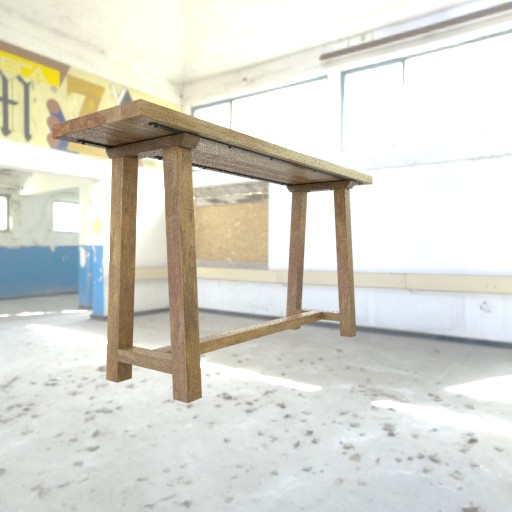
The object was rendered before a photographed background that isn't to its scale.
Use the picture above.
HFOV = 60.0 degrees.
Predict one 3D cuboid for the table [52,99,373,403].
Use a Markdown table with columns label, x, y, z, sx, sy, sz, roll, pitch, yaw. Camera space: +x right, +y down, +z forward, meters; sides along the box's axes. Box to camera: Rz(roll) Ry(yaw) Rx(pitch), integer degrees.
| label | x | y | z | sx | sy | sz | roll | pitch | yaw |
| --- | --- | --- | --- | --- | --- | --- | --- | --- | --- |
| table | 0.000 | 0.000 | 1.837 | 0.405 | 0.810 | 1.524 | 1 | 2 | 36 |
